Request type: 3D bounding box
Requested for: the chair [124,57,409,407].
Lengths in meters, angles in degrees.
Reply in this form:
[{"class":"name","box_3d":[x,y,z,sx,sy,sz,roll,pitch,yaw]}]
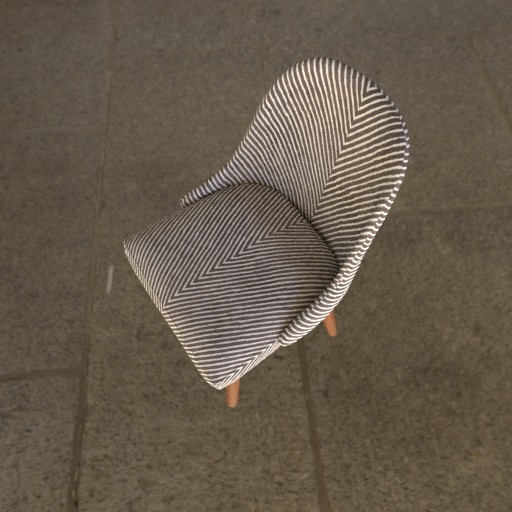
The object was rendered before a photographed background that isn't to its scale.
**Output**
[{"class":"chair","box_3d":[0.000,0.000,1.213,0.591,0.883,0.504,-31,67,-15]}]
